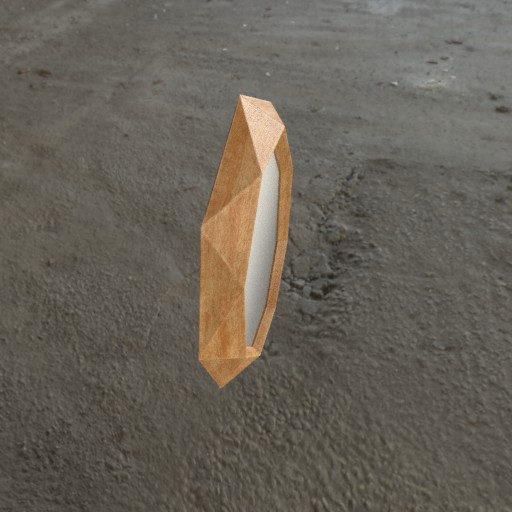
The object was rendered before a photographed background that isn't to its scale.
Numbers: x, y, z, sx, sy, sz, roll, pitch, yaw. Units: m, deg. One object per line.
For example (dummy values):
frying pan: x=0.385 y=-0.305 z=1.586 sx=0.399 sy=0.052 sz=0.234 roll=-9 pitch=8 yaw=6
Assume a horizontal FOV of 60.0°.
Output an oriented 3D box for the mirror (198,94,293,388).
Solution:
mirror: x=0.000 y=0.000 z=1.020 sx=0.070 sy=0.774 sz=0.577 roll=12 pitch=48 yaw=11
